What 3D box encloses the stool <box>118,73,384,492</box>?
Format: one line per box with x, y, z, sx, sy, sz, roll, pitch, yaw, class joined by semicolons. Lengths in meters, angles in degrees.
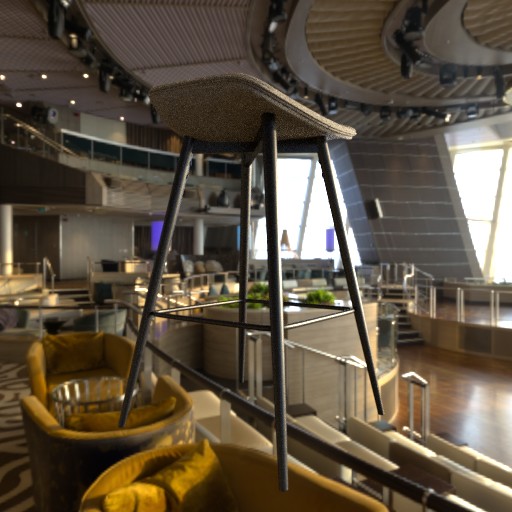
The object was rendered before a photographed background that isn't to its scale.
0.000;0.000;1.095;0.480;0.814;0.469;0;1;37;stool
